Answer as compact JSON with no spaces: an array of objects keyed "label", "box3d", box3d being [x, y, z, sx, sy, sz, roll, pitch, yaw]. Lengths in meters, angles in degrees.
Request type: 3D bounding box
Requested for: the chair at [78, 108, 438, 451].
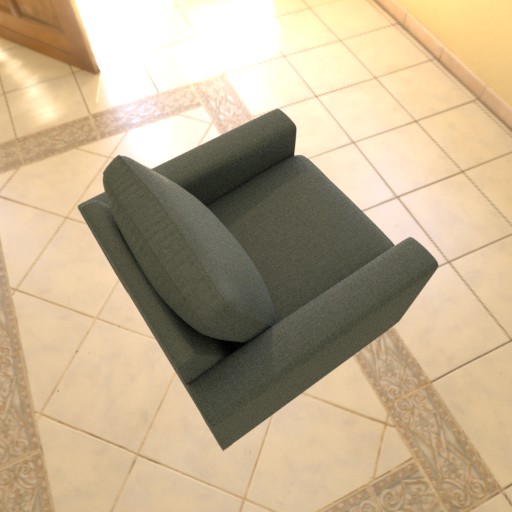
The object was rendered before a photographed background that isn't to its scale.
[{"label":"chair","box3d":[0.000,0.000,1.866,1.038,1.010,1.024,-31,64,-17]}]
